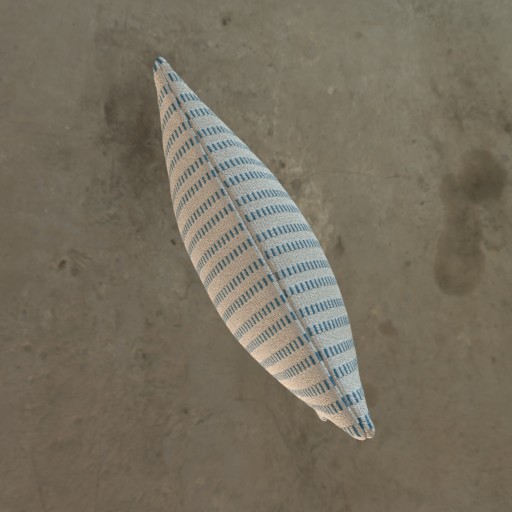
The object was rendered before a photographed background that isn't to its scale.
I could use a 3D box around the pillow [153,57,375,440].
[{"bbox_3d":[0.000,0.000,0.786,0.210,0.353,0.640,-27,76,-7],"label":"pillow"}]
